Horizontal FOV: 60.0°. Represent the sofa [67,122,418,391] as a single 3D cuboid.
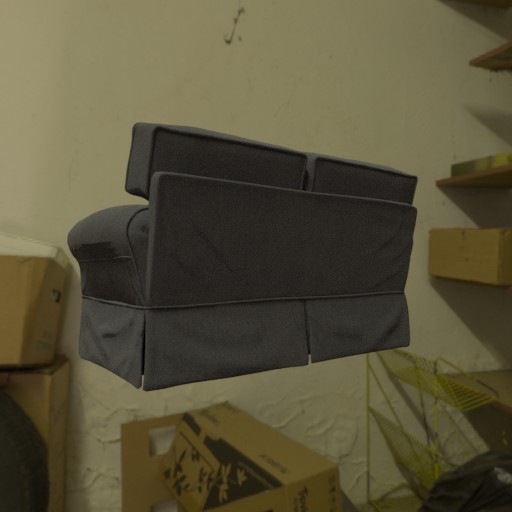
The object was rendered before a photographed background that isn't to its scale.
[{"bbox_3d":[0.000,0.000,2.445,1.801,1.059,0.997,1,-2,-35],"label":"sofa"}]
